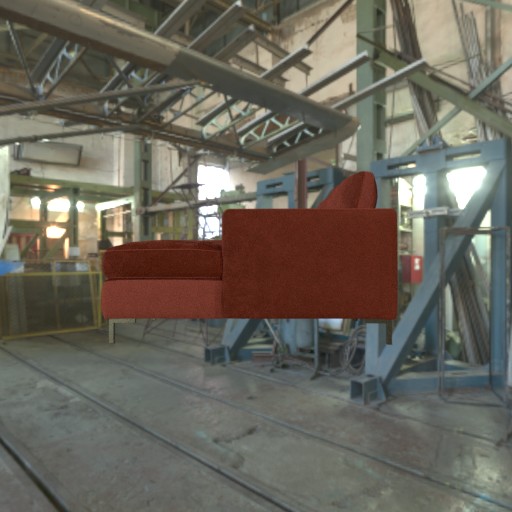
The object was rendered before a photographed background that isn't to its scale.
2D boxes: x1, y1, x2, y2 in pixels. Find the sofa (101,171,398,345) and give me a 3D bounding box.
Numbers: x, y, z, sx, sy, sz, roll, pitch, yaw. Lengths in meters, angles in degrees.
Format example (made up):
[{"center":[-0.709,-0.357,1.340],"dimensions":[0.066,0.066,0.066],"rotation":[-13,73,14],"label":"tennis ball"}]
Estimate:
[{"center":[0.000,0.000,3.427],"dimensions":[1.350,0.810,2.932],"rotation":[0,0,2],"label":"sofa"}]
